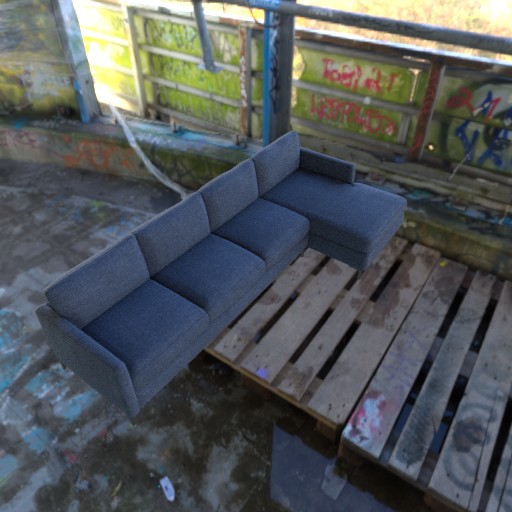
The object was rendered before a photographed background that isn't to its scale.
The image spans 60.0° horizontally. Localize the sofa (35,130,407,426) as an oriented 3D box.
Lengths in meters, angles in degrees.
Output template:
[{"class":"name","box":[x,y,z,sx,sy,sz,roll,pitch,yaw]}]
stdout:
[{"class":"sofa","box":[0.000,0.000,3.473,1.350,0.810,2.932,26,47,27]}]
